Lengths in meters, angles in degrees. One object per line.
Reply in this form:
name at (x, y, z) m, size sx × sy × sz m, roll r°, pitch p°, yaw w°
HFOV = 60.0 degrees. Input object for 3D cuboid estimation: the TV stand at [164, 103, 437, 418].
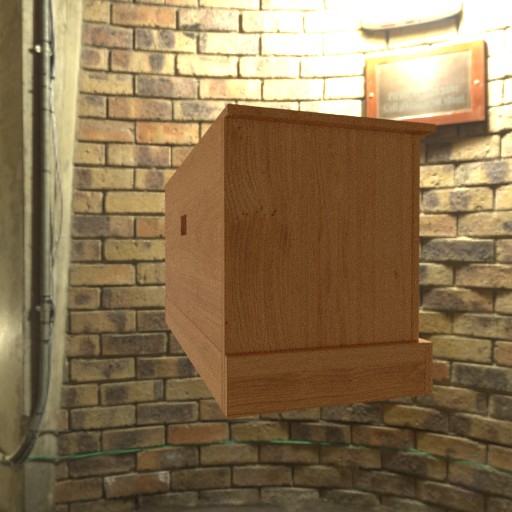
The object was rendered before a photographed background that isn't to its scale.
TV stand at (0.000, 0.000, 1.350) m, size 0.440 × 0.550 × 1.080 m, roll 0°, pitch 1°, yaw -17°
